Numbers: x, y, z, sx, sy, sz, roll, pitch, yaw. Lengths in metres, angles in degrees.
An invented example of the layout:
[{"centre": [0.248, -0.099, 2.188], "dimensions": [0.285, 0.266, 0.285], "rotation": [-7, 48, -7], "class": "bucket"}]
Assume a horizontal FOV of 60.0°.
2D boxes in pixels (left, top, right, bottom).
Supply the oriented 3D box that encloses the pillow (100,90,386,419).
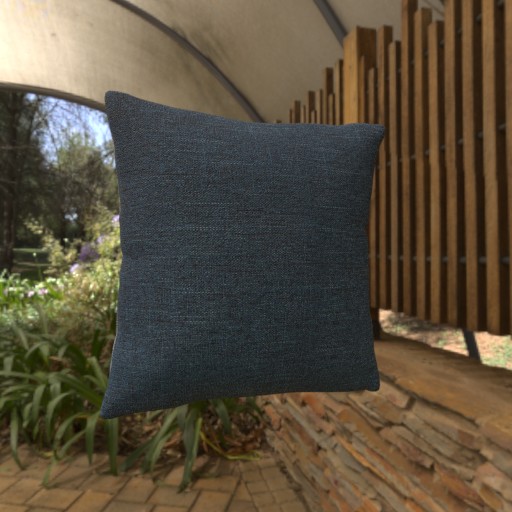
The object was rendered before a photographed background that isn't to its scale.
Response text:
[{"centre": [0.000, 0.000, 0.657], "dimensions": [0.435, 0.435, 0.159], "rotation": [0, 0, -19], "class": "pillow"}]
